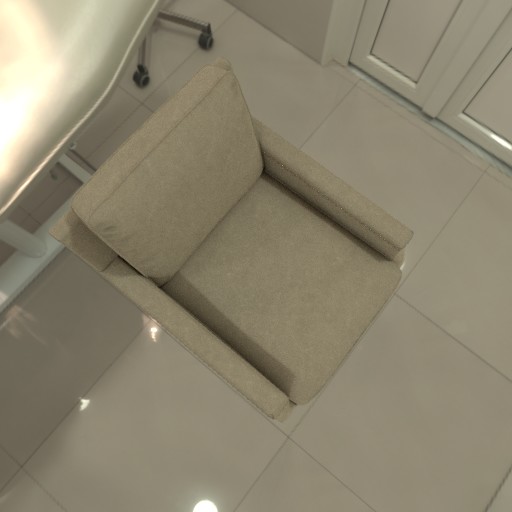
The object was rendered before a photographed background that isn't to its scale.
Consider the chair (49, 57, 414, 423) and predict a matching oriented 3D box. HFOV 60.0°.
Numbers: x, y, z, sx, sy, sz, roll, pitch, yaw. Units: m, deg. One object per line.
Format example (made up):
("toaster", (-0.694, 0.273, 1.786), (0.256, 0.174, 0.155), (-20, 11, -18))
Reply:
("chair", (0.000, 0.000, 1.709), (1.014, 0.943, 0.853), (38, 78, 10))
